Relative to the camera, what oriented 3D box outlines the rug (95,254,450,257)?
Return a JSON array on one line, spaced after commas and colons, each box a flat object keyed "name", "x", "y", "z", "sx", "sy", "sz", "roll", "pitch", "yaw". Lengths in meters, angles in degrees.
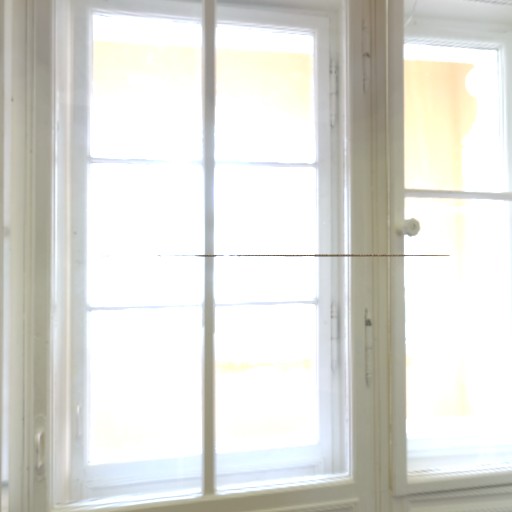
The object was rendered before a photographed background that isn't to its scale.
[{"name": "rug", "x": 0.000, "y": 0.000, "z": 3.008, "sx": 2.432, "sy": 0.006, "sz": 1.520, "roll": 0, "pitch": 0, "yaw": 36}]
